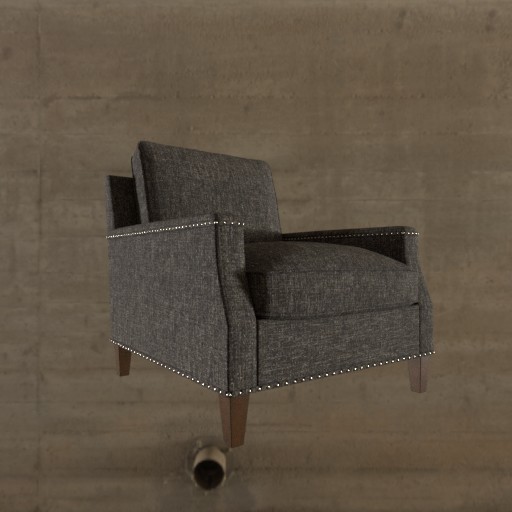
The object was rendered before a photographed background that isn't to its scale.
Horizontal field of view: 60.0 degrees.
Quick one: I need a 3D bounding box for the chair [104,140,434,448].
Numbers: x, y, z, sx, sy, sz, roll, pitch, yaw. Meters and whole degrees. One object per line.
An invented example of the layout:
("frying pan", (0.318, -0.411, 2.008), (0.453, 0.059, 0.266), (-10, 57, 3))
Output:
("chair", (0.000, 0.000, 1.682), (0.853, 0.943, 1.014), (0, -1, -36))
